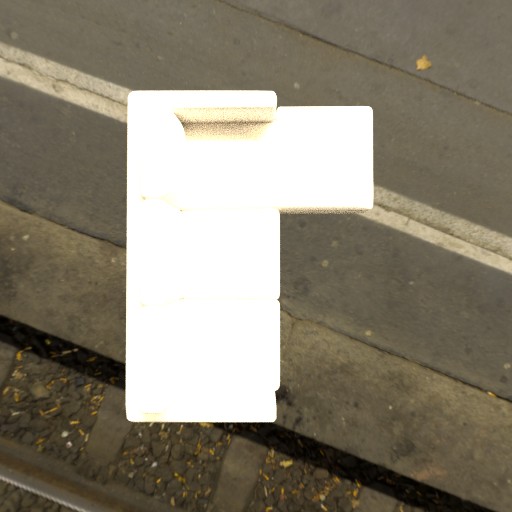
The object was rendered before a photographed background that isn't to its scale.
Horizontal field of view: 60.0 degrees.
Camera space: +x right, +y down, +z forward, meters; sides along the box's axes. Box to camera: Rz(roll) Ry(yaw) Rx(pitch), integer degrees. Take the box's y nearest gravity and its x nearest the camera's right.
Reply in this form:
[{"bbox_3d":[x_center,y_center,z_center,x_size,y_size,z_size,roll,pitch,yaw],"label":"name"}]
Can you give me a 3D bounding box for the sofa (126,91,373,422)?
[{"bbox_3d":[0.000,0.000,2.917,1.580,0.899,2.029,0,89,1],"label":"sofa"}]
